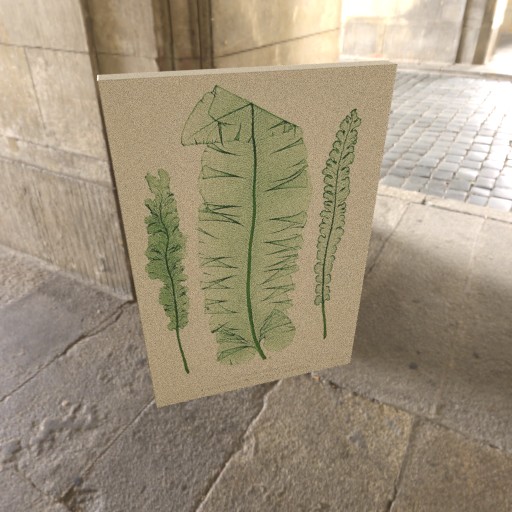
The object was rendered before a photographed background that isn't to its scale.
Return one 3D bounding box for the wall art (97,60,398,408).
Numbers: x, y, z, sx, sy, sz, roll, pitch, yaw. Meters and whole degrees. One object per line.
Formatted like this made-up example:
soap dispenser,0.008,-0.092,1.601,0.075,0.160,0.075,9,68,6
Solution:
wall art,0.000,0.000,0.773,0.418,0.608,0.038,-9,34,-14
